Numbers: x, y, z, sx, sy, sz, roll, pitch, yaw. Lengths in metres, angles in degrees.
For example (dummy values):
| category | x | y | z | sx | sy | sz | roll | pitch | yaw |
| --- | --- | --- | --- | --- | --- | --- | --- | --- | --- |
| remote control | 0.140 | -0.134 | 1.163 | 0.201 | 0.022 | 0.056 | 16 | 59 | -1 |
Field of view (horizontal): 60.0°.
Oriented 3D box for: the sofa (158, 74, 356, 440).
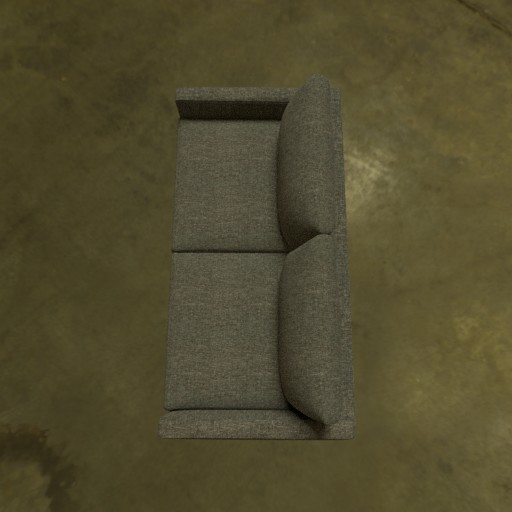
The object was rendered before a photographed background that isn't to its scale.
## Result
| category | x | y | z | sx | sy | sz | roll | pitch | yaw |
| --- | --- | --- | --- | --- | --- | --- | --- | --- | --- |
| sofa | 0.000 | 0.000 | 2.257 | 0.866 | 0.862 | 1.716 | 0 | 77 | 0 |
